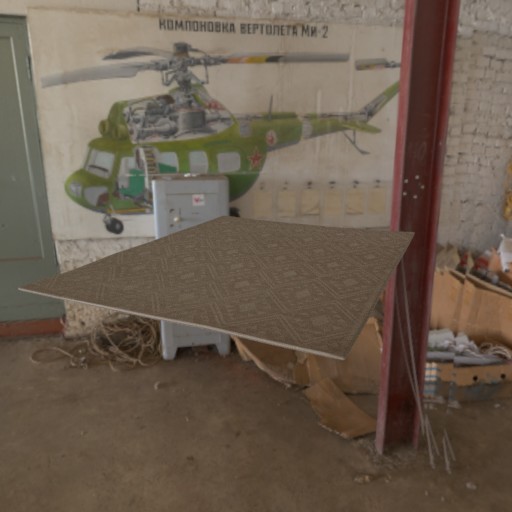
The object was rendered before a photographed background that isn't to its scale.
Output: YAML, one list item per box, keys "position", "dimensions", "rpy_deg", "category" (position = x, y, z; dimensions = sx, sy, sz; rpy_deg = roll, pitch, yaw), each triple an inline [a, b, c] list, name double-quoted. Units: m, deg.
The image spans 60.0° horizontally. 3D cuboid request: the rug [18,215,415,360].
- position: [0.000, 0.000, 4.004]
  dimensions: [2.399, 0.054, 3.011]
  rpy_deg: [7, 18, 24]
  category: "rug"
